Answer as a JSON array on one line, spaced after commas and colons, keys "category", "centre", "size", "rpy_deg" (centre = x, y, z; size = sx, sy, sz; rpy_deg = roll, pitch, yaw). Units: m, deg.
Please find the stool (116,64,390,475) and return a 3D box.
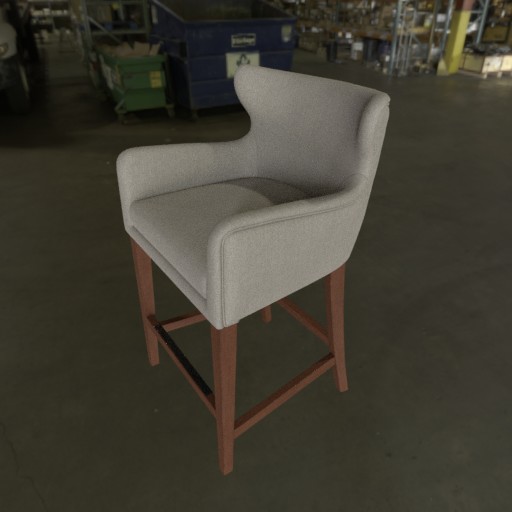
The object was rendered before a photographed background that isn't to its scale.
[{"category": "stool", "centre": [0.000, 0.000, 1.287], "size": [0.575, 0.951, 0.575], "rpy_deg": [-19, 36, -29]}]
